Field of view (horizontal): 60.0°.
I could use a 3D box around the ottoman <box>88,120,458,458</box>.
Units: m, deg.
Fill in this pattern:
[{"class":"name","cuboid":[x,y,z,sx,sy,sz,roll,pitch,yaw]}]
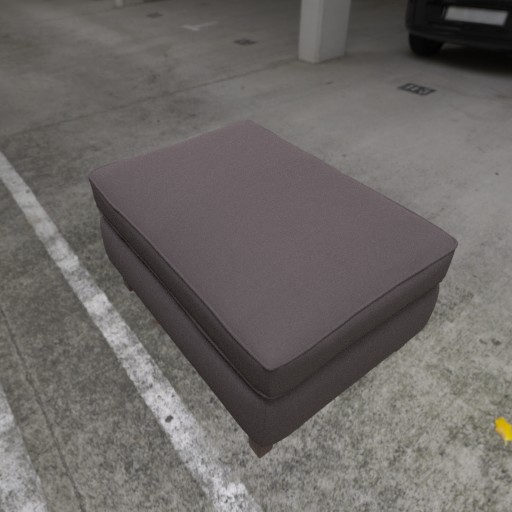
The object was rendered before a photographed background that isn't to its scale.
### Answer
[{"class":"ottoman","cuboid":[0.000,0.000,1.009,0.508,0.406,0.686,-27,48,-27]}]
